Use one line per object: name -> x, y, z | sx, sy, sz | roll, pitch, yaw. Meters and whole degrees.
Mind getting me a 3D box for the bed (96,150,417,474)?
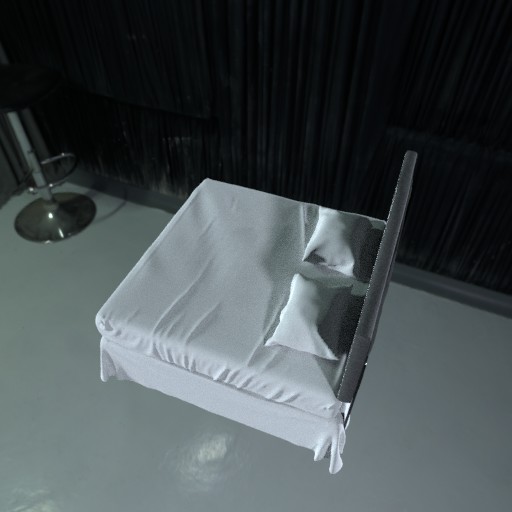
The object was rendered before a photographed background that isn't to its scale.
bed -> 0.000, 0.000, 3.702 | 2.219, 1.651, 2.314 | 16, 47, 15
